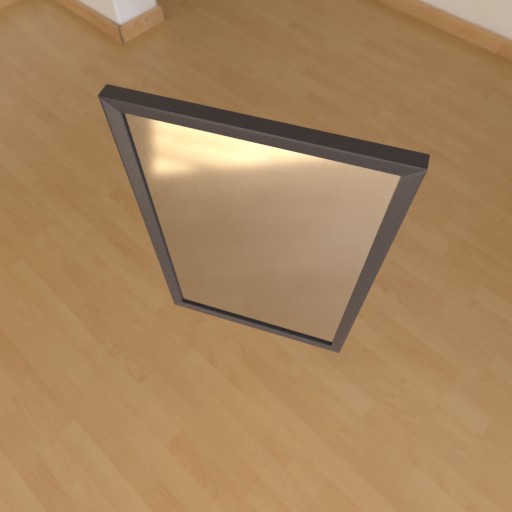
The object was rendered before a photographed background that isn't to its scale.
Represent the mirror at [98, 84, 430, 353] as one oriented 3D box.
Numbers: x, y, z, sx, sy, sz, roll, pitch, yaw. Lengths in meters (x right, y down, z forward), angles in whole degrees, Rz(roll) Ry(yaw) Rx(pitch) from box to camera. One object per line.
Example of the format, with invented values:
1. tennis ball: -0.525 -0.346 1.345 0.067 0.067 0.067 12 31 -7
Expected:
1. mirror: 0.000 0.000 1.181 0.609 0.915 0.040 15 60 9
